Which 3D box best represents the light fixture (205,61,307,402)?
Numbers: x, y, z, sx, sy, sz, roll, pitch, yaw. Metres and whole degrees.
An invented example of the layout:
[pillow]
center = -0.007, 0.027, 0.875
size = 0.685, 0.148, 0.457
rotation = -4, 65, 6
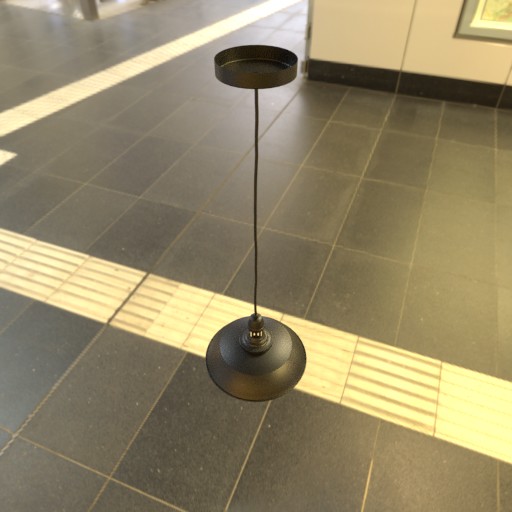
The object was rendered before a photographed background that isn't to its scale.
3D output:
[light fixture]
center = 0.000, 0.000, 1.158
size = 0.331, 0.993, 0.331
rotation = 1, 42, 2
